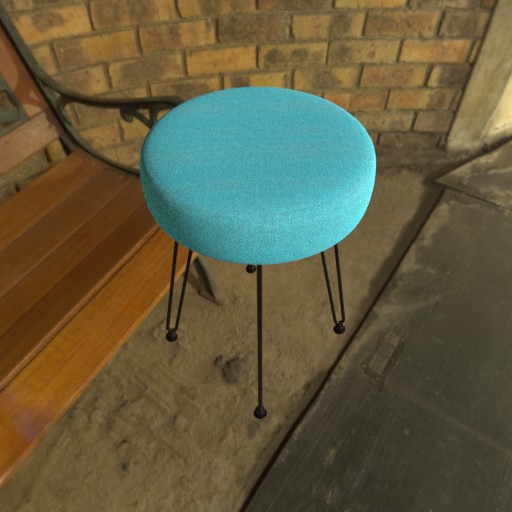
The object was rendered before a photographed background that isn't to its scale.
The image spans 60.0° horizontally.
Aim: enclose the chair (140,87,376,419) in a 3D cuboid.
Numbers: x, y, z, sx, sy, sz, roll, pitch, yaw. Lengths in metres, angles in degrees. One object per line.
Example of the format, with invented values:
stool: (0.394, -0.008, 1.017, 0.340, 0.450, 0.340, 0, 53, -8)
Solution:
chair: (0.000, 0.000, 0.706, 0.350, 0.440, 0.350, -2, 47, -2)
